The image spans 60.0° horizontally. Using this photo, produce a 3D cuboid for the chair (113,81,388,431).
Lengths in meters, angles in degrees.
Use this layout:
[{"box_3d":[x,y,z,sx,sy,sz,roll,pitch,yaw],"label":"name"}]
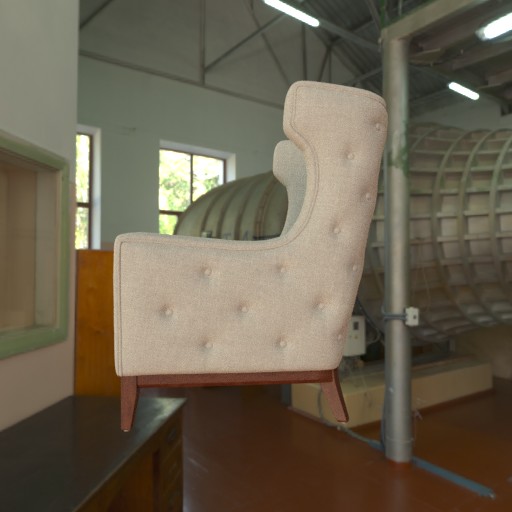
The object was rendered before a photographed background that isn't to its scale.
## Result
[{"box_3d":[0.000,0.000,1.703,0.899,1.079,0.778,0,-2,-1],"label":"chair"}]
